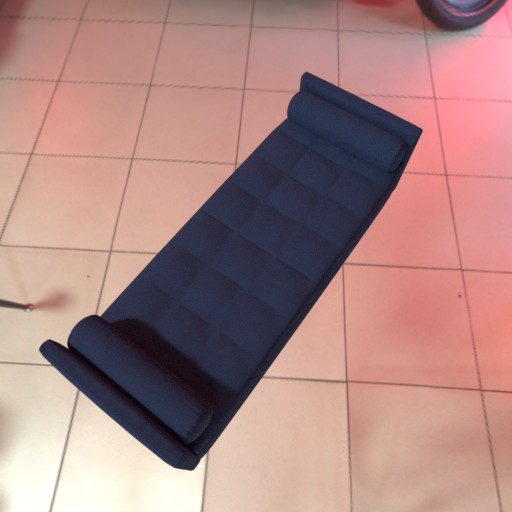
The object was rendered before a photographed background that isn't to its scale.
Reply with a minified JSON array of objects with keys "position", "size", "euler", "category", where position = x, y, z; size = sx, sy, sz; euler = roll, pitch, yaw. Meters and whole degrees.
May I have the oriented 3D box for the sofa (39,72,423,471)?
[{"position":[0.000,0.000,2.427],"size":[0.797,0.657,2.102],"euler":[33,68,16],"category":"sofa"}]
